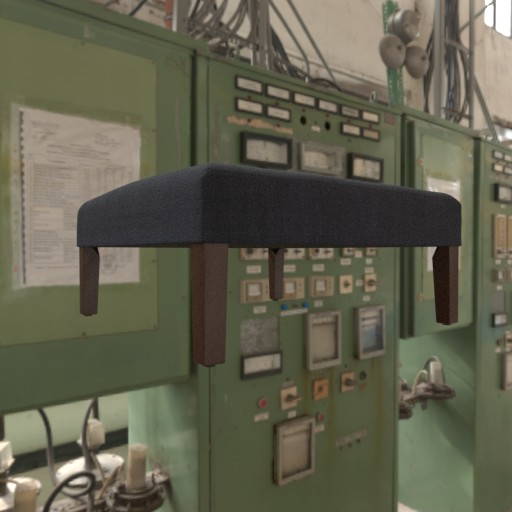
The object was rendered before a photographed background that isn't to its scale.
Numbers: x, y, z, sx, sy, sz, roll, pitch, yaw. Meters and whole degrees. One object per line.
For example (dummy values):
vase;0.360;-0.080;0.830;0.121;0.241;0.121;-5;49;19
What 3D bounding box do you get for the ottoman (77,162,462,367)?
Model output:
ottoman;0.000;0.000;1.423;0.889;0.411;0.890;0;1;-36
